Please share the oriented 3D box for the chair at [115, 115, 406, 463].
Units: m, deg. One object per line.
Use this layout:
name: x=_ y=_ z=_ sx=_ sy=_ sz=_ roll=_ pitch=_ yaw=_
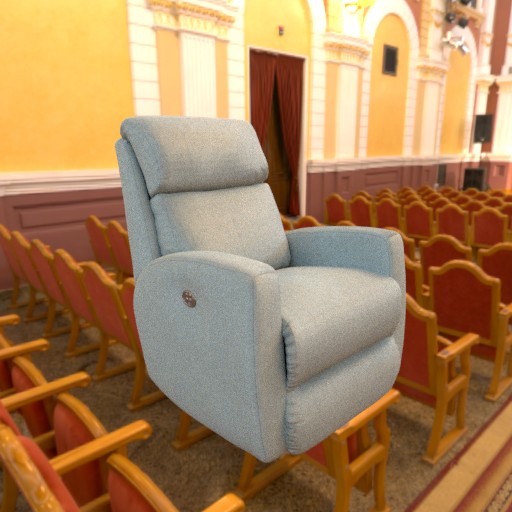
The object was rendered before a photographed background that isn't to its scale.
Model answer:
chair: x=0.000 y=0.000 z=1.652 sx=0.794 sy=1.016 sz=0.940 roll=-13 pitch=19 yaw=-42
